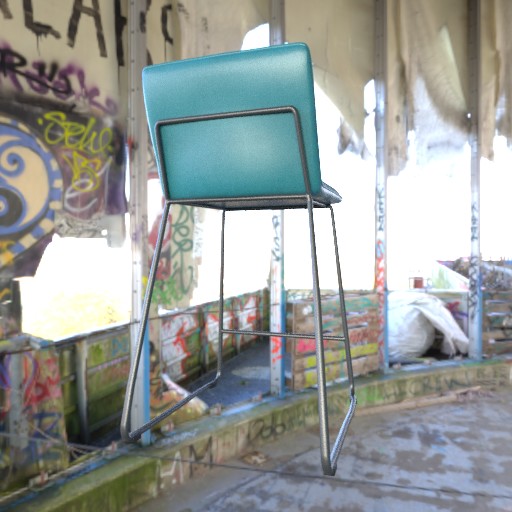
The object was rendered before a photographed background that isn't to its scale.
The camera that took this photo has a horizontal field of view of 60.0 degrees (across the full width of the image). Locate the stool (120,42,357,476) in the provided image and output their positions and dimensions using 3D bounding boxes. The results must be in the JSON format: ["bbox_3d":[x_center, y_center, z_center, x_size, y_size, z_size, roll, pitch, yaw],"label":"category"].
[{"bbox_3d":[0.000,0.000,1.170,0.489,0.866,0.524,0,1,19],"label":"stool"}]
